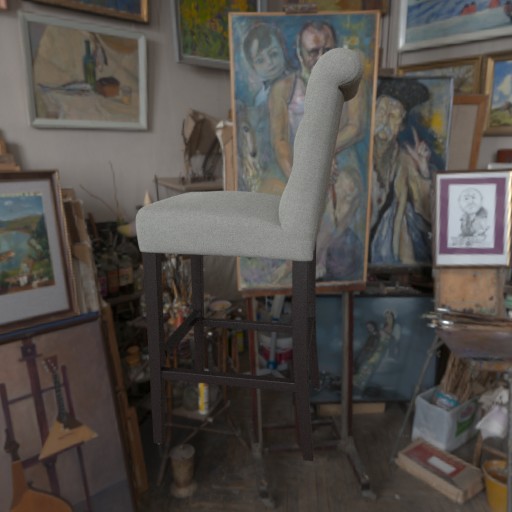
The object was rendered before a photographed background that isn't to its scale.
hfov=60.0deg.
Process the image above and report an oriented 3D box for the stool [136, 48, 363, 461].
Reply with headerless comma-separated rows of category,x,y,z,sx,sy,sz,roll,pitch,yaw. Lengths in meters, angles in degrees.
stool,0.000,0.000,1.428,0.601,1.140,0.493,3,14,10
